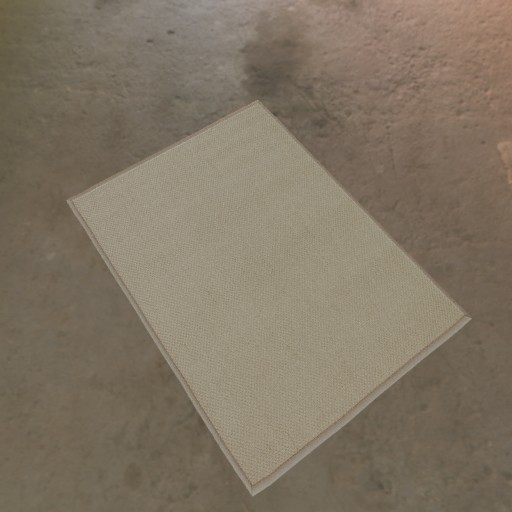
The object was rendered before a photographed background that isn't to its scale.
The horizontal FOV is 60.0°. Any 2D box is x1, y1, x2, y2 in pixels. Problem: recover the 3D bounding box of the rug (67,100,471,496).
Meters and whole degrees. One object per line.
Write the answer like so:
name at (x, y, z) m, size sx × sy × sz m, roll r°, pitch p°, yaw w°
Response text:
rug at (0.000, 0.000, 2.674) m, size 1.525 × 0.020 × 2.081 m, roll -33°, pitch 68°, yaw -15°
